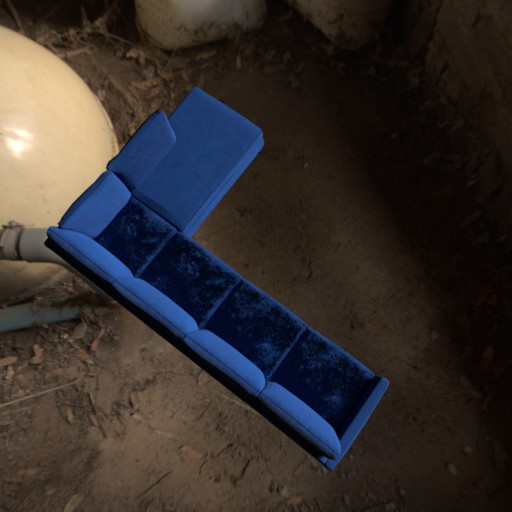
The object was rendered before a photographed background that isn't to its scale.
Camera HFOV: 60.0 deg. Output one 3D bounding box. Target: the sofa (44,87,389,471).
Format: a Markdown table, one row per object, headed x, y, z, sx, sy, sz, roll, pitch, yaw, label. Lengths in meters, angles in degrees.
| x | y | z | sx | sy | sz | roll | pitch | yaw | label |
| --- | --- | --- | --- | --- | --- | --- | --- | --- | --- |
| 0.000 | 0.000 | 3.220 | 2.486 | 0.687 | 1.707 | 36 | 78 | 8 | sofa |
